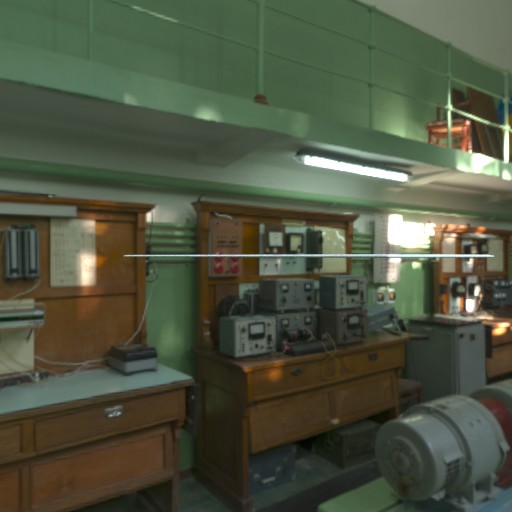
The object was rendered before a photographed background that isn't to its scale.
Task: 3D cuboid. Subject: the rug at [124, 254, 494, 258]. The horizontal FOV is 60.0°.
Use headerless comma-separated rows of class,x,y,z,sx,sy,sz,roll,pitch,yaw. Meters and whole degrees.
rug,0.000,0.000,2.395,0.662,0.011,2.196,0,0,-37
